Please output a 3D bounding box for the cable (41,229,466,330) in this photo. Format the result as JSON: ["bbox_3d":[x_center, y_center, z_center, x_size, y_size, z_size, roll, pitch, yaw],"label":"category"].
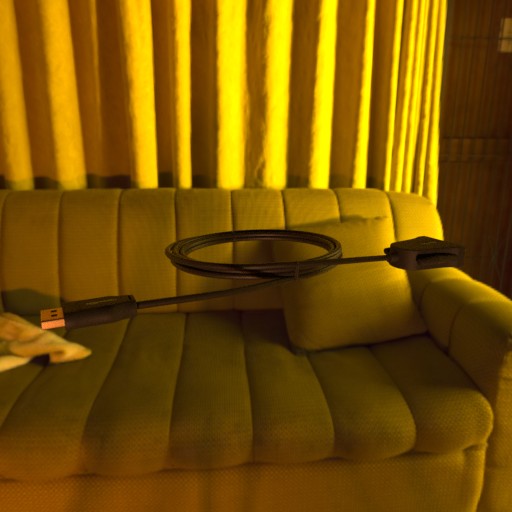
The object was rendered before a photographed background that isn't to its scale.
[{"bbox_3d":[0.000,0.000,0.319,0.281,0.015,0.136,-7,17,-25],"label":"cable"}]
